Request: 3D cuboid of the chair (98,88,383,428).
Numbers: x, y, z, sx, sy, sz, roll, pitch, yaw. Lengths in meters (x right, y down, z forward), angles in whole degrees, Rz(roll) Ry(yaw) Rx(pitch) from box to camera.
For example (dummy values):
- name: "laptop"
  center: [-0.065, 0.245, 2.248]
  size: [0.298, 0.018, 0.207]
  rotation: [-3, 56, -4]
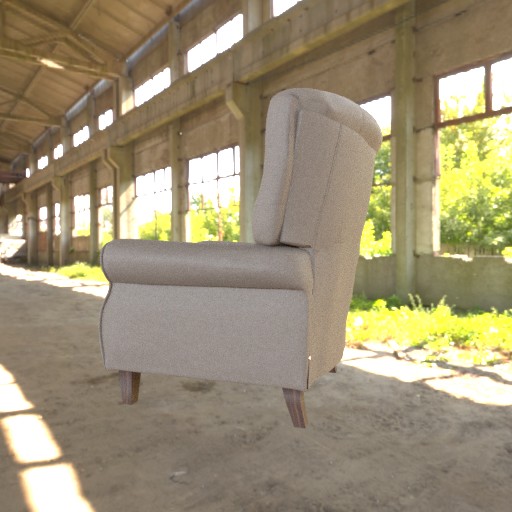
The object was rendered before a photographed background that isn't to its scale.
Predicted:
- name: "chair"
  center: [0.000, 0.000, 1.910]
  size: [1.041, 1.138, 0.999]
  rotation: [0, 2, 19]
